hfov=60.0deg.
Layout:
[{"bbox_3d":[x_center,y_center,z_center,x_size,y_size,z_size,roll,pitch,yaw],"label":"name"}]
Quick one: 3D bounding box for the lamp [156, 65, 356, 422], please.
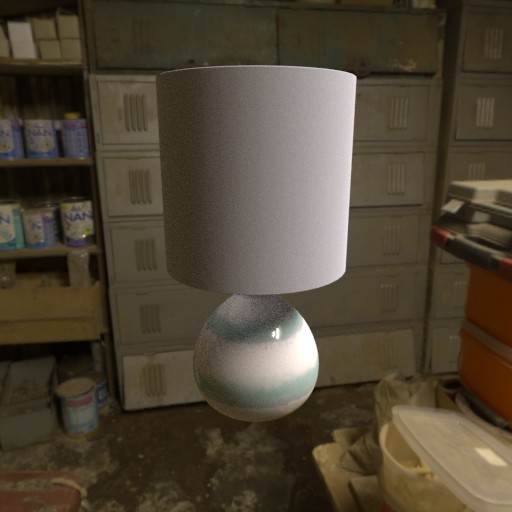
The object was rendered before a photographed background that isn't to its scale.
[{"bbox_3d":[0.000,0.000,0.543,0.217,0.404,0.217,-3,16,-9],"label":"lamp"}]
